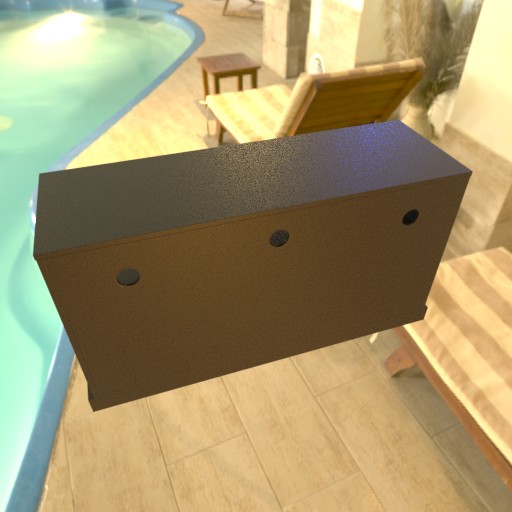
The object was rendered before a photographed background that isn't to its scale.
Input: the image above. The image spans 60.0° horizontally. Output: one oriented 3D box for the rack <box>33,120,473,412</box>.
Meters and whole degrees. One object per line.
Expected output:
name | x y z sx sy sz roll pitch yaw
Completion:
rack | 0.000 0.000 1.473 1.206 0.635 0.399 -12 42 -14
